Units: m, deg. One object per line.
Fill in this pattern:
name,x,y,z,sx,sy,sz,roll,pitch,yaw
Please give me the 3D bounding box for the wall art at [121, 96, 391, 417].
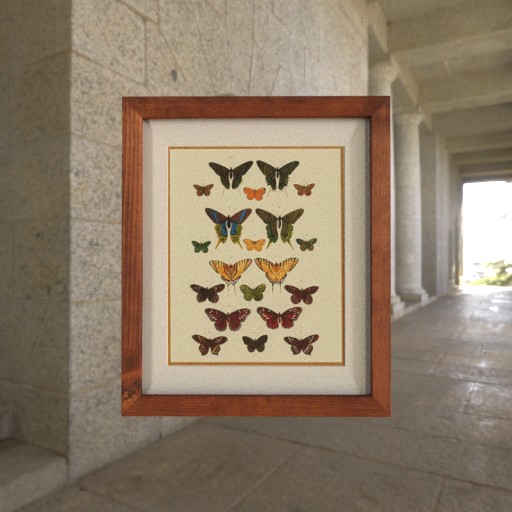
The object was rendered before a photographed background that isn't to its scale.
wall art,0.000,0.000,0.640,0.377,0.449,0.039,0,-1,0
